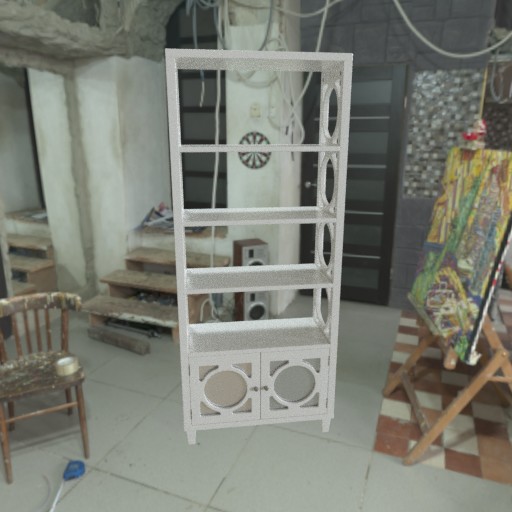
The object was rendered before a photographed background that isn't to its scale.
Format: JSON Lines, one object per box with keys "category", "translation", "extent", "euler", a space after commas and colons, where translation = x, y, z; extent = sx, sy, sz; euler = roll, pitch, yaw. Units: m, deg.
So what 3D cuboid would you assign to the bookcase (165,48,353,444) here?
{"category": "bookcase", "translation": [0.000, 0.000, 2.164], "extent": [0.761, 1.869, 0.361], "euler": [-2, 16, -8]}
